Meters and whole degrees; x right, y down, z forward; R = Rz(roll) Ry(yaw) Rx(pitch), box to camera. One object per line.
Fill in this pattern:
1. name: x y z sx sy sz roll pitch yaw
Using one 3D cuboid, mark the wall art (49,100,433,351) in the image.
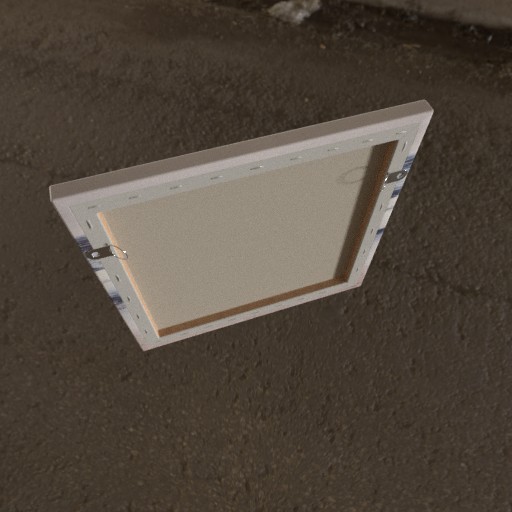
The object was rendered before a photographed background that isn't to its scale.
1. wall art: 0.000 0.000 1.150 0.755 0.747 0.065 -15 59 -10
